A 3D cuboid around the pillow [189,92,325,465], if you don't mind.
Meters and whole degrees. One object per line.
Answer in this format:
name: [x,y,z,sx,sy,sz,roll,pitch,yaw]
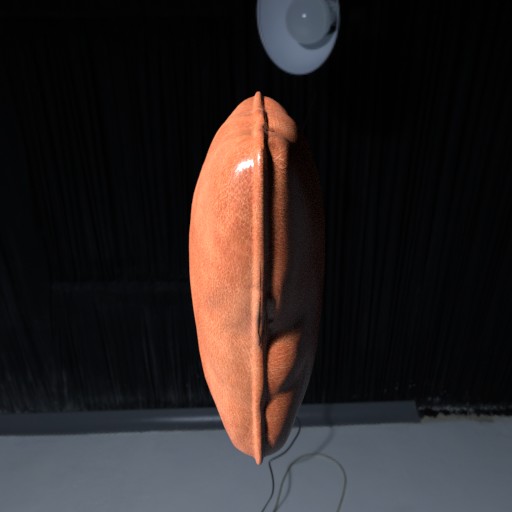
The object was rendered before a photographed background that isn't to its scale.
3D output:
pillow: [0.000,0.000,0.818,0.236,0.523,0.532,0,27,0]
